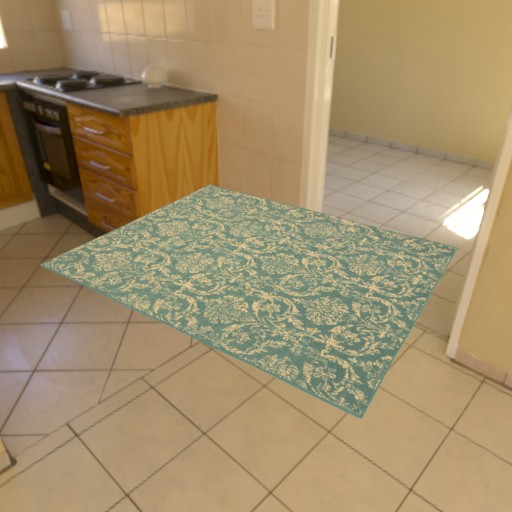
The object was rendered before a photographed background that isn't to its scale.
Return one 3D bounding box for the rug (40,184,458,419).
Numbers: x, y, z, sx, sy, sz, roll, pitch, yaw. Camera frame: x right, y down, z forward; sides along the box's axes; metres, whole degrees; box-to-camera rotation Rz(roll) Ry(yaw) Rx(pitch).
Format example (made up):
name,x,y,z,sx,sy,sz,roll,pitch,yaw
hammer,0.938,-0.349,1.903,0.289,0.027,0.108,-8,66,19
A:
name,x,y,z,sx,sy,sz,roll,pitch,yaw
rug,0.000,0.000,4.021,2.980,0.012,2.363,18,35,29
